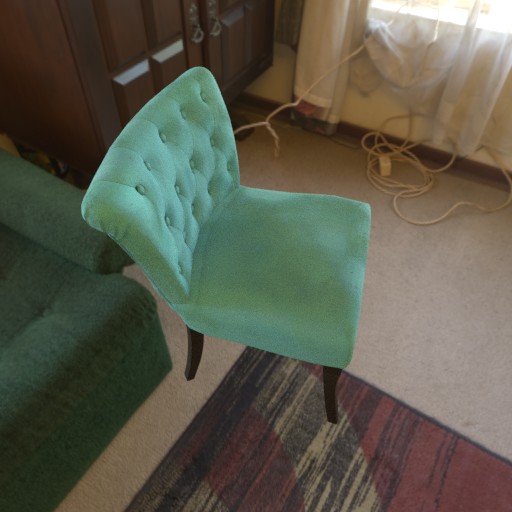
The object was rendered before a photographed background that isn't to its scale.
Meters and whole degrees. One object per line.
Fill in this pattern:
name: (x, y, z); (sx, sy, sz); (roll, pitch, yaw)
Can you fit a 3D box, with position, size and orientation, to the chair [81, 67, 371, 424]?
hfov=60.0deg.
chair: (0.000, 0.000, 1.196); (0.605, 0.750, 0.582); (11, 49, 10)
